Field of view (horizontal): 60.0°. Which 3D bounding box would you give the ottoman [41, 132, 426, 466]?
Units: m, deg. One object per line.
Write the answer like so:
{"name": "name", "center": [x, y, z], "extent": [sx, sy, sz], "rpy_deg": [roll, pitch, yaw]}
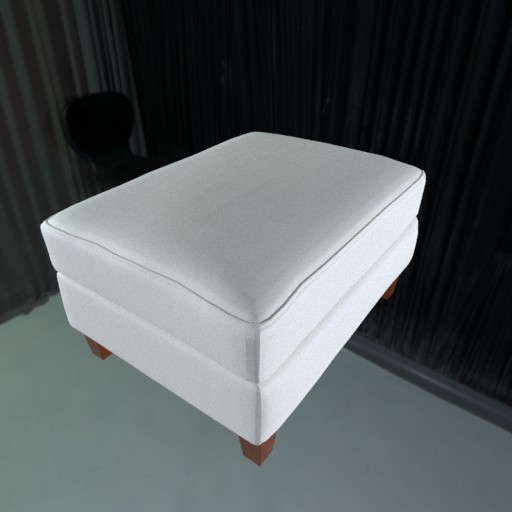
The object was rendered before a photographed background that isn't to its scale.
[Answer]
{"name": "ottoman", "center": [0.000, 0.000, 1.194], "extent": [0.634, 0.479, 0.818], "rpy_deg": [21, 38, 30]}
